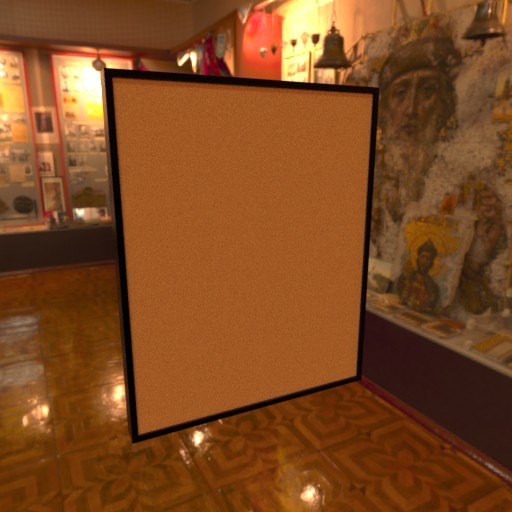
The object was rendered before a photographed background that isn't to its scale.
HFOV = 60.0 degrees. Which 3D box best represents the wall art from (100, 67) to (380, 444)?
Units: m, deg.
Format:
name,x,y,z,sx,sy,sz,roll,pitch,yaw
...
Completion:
name,x,y,z,sx,sy,sz,roll,pitch,yaw
wall art,0.000,0.000,0.744,0.451,0.553,0.039,-7,15,-25
